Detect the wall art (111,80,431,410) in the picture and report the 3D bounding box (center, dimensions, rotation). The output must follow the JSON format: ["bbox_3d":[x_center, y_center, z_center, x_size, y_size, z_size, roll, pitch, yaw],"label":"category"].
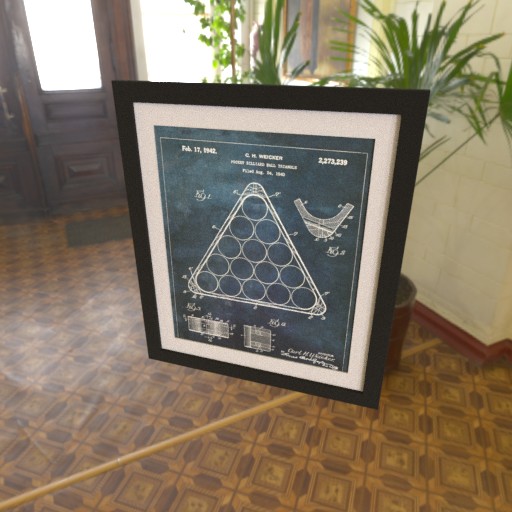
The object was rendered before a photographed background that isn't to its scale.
[{"bbox_3d":[0.000,0.000,0.499,0.311,0.361,0.010,8,27,16],"label":"wall art"}]
